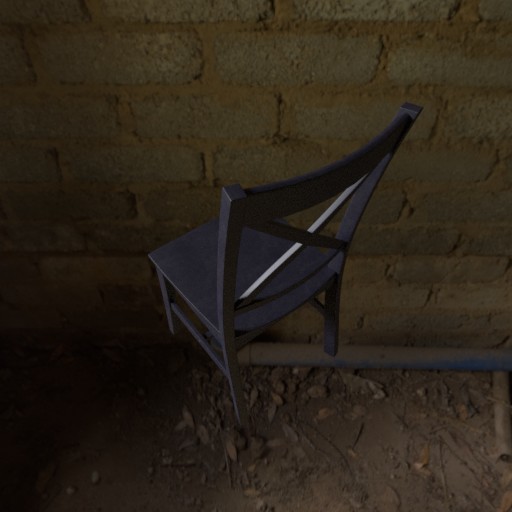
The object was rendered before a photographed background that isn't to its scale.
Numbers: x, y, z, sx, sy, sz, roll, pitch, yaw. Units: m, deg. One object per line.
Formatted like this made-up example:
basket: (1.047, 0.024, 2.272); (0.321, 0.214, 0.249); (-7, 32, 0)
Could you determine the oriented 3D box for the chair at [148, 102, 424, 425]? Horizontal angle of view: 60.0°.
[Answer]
chair: (0.000, 0.000, 1.294); (0.485, 0.983, 0.542); (-30, 53, -25)
